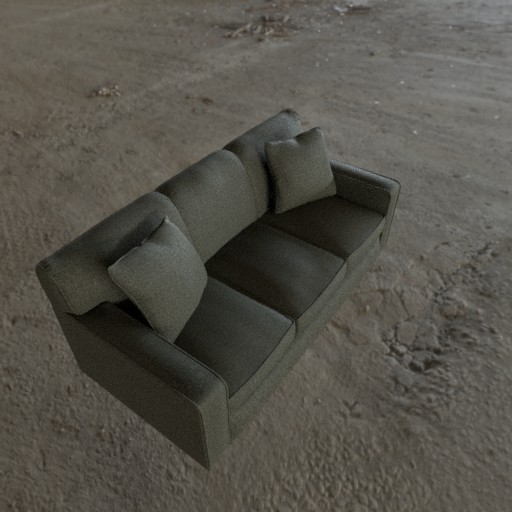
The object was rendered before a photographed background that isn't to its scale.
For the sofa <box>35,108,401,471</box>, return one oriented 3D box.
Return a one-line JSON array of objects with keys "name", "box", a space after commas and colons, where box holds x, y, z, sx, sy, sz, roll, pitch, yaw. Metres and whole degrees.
[{"name": "sofa", "box": [0.000, 0.000, 2.612, 0.997, 0.958, 2.024, 26, 48, 26]}]
